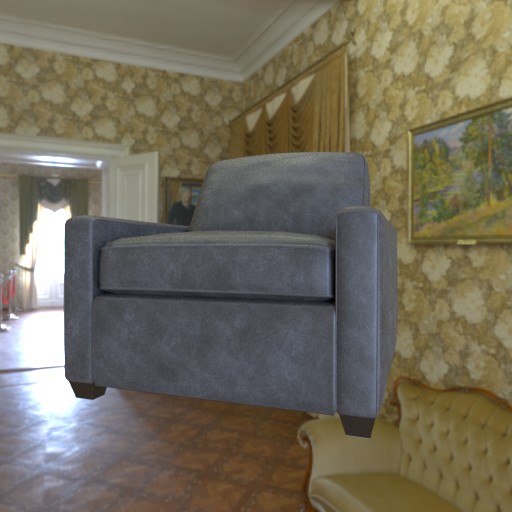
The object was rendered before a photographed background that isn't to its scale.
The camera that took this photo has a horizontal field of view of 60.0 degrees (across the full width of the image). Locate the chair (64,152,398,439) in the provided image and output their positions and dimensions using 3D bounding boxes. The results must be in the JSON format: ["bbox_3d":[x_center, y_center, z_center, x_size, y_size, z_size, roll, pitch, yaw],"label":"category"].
[{"bbox_3d":[0.000,0.000,1.685,1.006,0.916,0.939,0,1,20],"label":"chair"}]
